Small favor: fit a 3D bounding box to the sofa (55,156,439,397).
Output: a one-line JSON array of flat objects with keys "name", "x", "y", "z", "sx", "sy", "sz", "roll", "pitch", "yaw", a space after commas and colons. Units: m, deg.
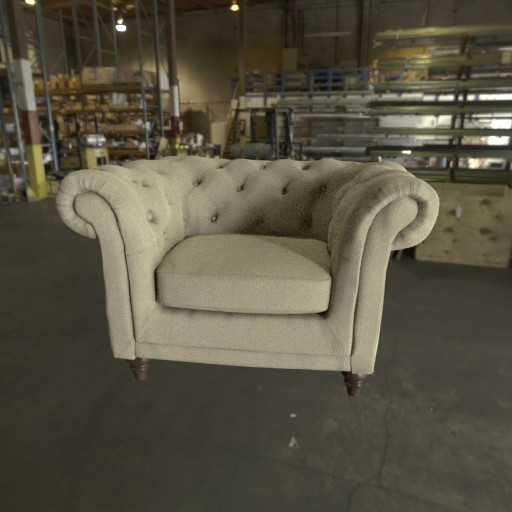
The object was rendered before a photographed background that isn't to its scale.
[{"name": "sofa", "x": 0.000, "y": 0.000, "z": 2.078, "sx": 1.405, "sy": 0.878, "sz": 1.034, "roll": 2, "pitch": 16, "yaw": 7}]
